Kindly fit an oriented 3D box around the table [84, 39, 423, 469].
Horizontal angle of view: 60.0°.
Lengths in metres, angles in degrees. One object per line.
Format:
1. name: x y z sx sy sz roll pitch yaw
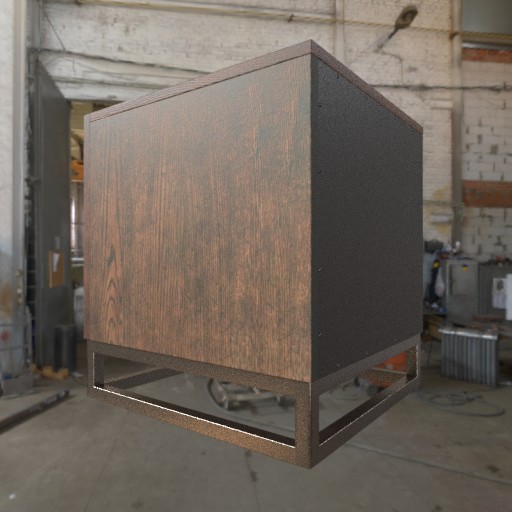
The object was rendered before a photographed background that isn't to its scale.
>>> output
1. table: 0.000 0.000 0.966 0.566 0.582 0.506 0 0 37
